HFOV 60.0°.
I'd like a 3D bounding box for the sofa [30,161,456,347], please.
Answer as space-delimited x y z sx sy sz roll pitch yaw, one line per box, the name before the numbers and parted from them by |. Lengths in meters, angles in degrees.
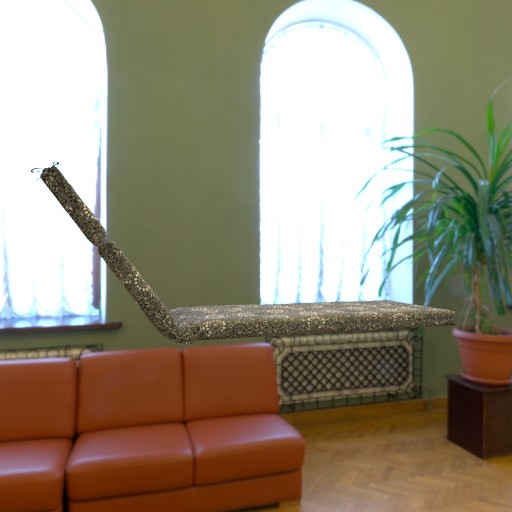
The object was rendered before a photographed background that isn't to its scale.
sofa | 0.000 0.000 1.900 1.663 0.622 0.582 0 0 -18
